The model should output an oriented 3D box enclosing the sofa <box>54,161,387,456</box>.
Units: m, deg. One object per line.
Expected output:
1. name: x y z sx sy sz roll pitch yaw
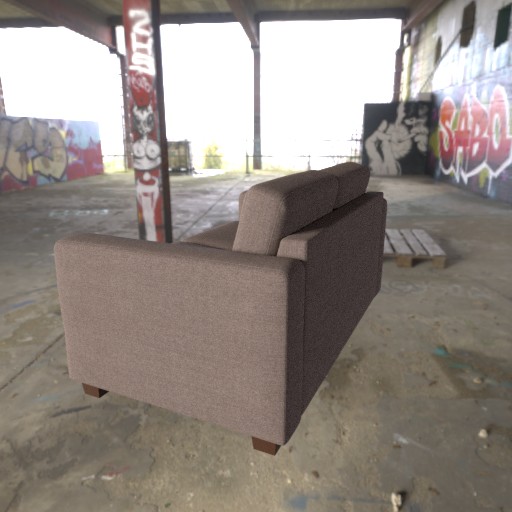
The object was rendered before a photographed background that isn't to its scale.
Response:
1. sofa: 0.000 0.000 2.014 0.900 0.800 1.520 7 17 24
